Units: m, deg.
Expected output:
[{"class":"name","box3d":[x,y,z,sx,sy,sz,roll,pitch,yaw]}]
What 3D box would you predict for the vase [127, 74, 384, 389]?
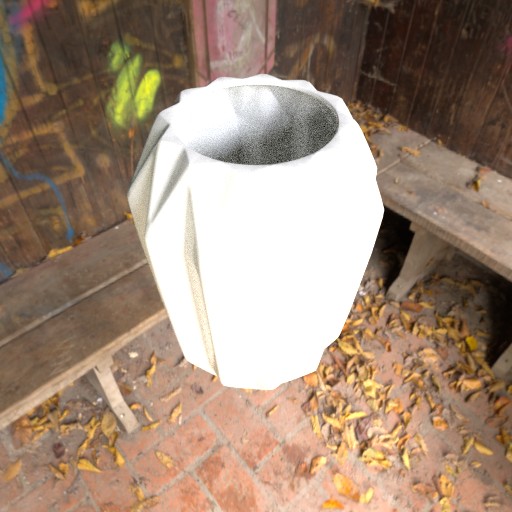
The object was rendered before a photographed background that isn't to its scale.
[{"class":"vase","box3d":[0.000,0.000,0.399,0.195,0.275,0.195,0,47,0]}]
